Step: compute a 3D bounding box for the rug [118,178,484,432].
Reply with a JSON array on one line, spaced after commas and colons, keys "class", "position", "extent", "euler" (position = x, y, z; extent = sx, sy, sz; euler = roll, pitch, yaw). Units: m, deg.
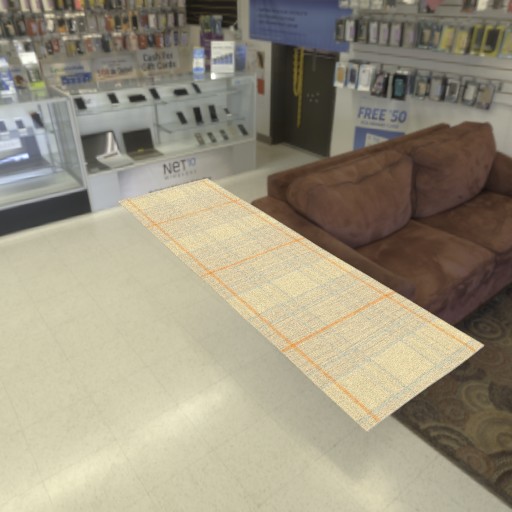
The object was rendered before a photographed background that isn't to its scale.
[{"class": "rug", "position": [0.000, 0.000, 2.638], "extent": [0.770, 0.016, 2.442], "euler": [-21, 37, -30]}]
